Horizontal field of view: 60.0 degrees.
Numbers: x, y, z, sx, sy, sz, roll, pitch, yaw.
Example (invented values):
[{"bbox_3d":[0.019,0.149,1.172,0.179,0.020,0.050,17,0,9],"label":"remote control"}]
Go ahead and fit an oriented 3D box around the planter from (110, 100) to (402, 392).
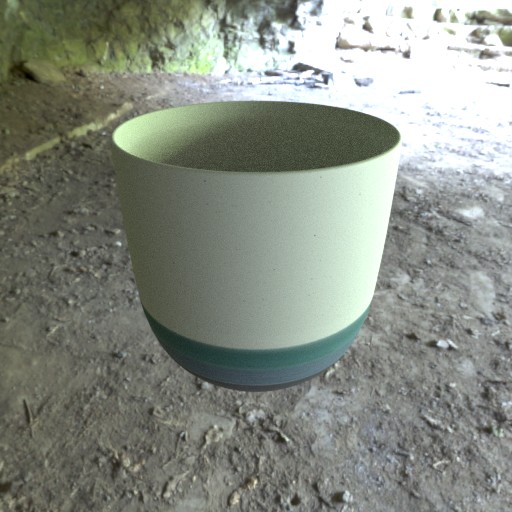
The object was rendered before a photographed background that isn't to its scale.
[{"bbox_3d":[0.000,0.000,0.373,0.204,0.214,0.204,0,30,0],"label":"planter"}]
